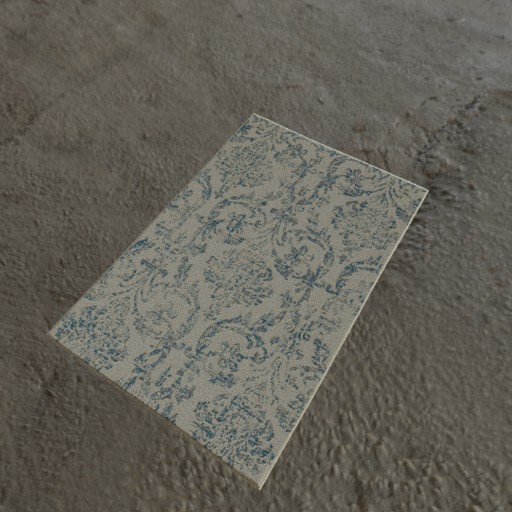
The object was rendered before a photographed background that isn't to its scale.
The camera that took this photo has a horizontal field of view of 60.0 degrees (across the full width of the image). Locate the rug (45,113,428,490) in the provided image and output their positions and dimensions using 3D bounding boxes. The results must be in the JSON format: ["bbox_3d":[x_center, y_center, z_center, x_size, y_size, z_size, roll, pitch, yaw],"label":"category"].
[{"bbox_3d":[0.000,0.000,2.341,1.213,0.012,1.831,29,63,16],"label":"rug"}]
